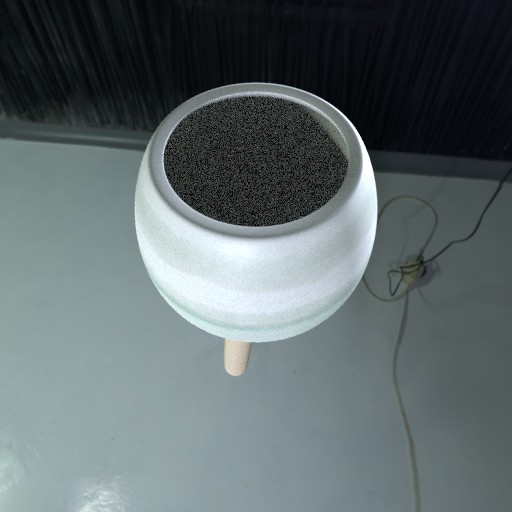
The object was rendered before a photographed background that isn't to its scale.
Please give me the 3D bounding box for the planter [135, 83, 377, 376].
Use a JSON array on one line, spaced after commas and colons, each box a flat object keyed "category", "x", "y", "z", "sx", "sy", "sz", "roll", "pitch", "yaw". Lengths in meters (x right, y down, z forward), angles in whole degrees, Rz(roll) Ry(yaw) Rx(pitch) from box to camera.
[{"category": "planter", "x": 0.000, "y": 0.000, "z": 0.346, "sx": 0.161, "sy": 0.224, "sz": 0.161, "roll": 0, "pitch": 58, "yaw": 0}]
